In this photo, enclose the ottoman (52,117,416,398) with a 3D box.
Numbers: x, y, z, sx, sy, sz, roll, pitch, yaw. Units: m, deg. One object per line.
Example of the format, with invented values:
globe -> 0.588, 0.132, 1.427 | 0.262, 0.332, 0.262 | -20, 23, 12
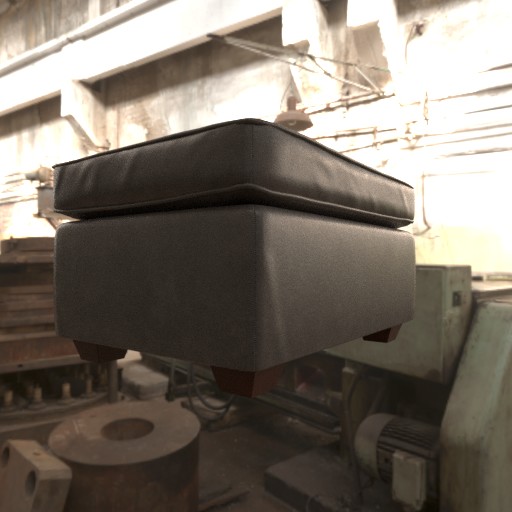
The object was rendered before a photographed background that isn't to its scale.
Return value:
ottoman -> 0.000, 0.000, 1.067 | 0.554, 0.445, 0.756 | -1, -1, 36
